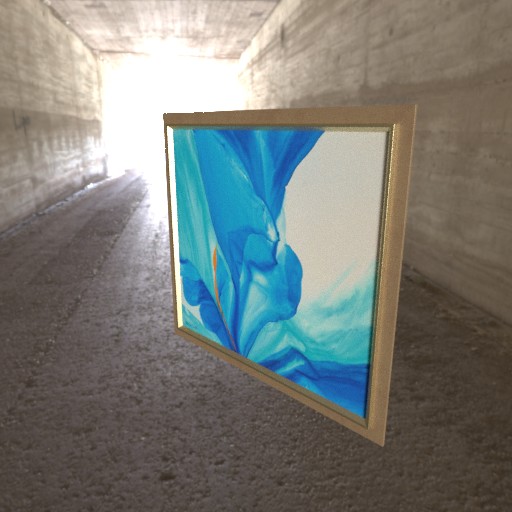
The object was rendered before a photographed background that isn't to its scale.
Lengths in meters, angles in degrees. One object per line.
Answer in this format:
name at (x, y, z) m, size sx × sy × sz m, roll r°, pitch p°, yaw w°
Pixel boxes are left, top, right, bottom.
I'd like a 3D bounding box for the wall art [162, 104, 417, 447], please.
wall art at (0.000, 0.000, 1.699) m, size 1.168 × 1.067 × 0.025 m, roll 16°, pitch 23°, yaw 43°
